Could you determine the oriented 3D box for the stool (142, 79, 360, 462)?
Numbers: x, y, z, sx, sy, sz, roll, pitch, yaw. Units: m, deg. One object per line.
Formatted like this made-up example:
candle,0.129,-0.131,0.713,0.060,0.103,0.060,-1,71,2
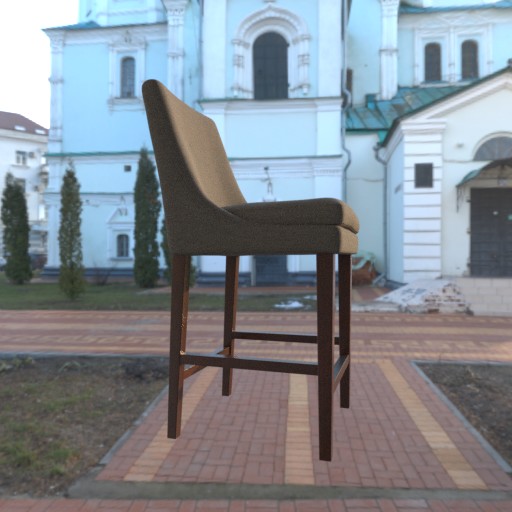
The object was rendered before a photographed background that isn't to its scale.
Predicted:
stool,0.000,0.000,1.332,0.577,0.981,0.470,0,0,18
